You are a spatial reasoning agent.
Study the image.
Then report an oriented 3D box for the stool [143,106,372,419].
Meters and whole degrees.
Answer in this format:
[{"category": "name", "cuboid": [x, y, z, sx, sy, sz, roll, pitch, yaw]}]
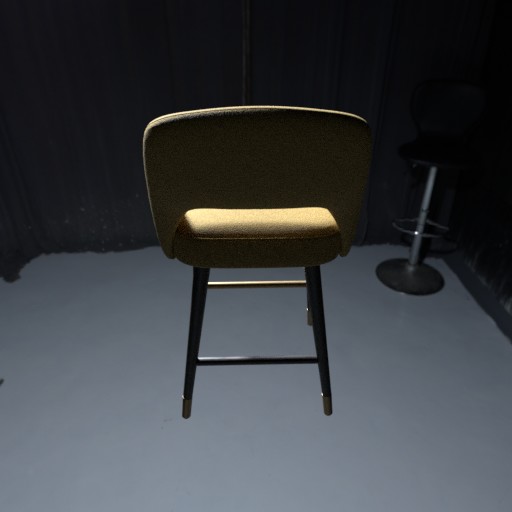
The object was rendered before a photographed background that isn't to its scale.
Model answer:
[{"category": "stool", "cuboid": [0.000, 0.000, 1.268, 0.536, 0.939, 0.522, -1, 31, -1]}]
